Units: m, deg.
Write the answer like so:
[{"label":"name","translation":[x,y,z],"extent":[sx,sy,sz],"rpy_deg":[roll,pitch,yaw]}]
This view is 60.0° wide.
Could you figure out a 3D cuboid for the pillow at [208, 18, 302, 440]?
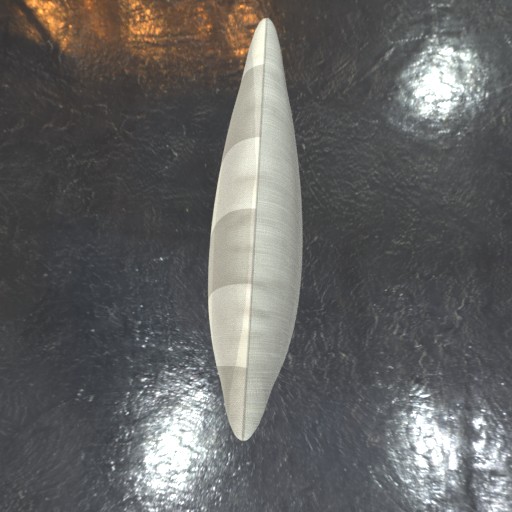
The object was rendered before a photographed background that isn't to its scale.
[{"label":"pillow","translation":[0.000,0.000,0.754],"extent":[0.161,0.509,0.511],"rpy_deg":[3,76,1]}]
